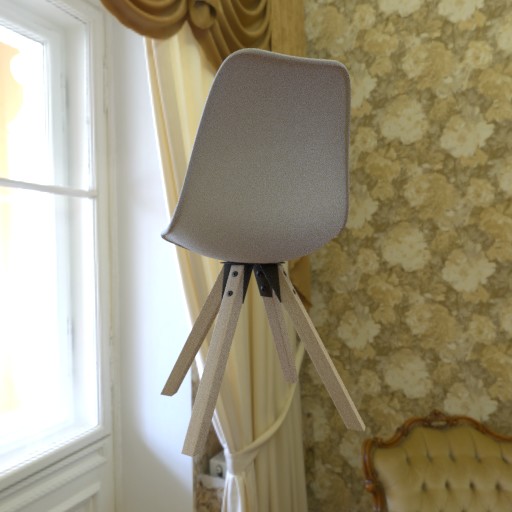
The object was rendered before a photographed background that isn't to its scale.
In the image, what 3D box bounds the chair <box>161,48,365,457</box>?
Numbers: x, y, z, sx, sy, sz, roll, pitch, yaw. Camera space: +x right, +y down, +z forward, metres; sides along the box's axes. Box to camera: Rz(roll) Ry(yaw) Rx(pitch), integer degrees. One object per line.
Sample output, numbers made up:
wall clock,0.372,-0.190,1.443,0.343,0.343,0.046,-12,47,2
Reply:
chair,0.000,0.000,1.183,0.485,0.850,0.550,0,1,-18
